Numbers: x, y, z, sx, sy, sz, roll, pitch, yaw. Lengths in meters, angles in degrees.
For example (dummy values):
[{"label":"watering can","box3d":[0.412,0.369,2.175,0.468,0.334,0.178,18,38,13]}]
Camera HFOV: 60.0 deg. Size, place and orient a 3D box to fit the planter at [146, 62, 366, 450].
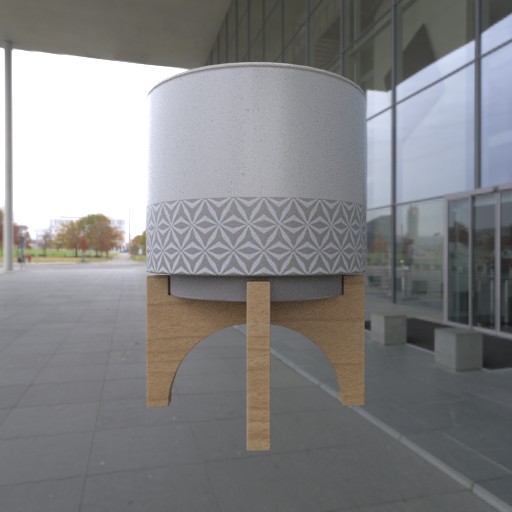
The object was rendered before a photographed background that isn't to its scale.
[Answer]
[{"label":"planter","box3d":[0.000,0.000,0.514,0.249,0.343,0.249,0,0,0]}]
